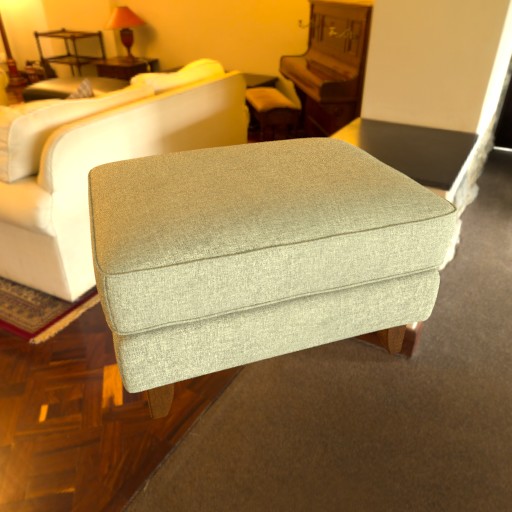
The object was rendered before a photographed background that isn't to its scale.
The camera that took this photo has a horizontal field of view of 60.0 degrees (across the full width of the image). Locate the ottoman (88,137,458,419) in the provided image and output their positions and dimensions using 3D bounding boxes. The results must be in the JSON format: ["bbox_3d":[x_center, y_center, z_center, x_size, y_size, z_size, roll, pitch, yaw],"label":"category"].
[{"bbox_3d":[0.000,0.000,1.338,0.889,0.561,0.661,-10,33,-16],"label":"ottoman"}]
